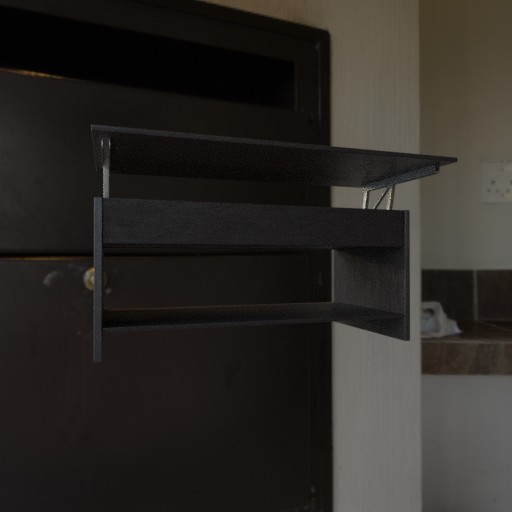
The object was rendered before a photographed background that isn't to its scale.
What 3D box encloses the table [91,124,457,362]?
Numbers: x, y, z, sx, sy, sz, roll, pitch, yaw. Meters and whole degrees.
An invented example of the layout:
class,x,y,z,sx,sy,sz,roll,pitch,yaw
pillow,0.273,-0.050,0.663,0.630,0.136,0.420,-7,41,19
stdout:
class,x,y,z,sx,sy,sz,roll,pitch,yaw
table,0.000,0.000,1.467,1.000,0.570,0.712,0,-1,-18
